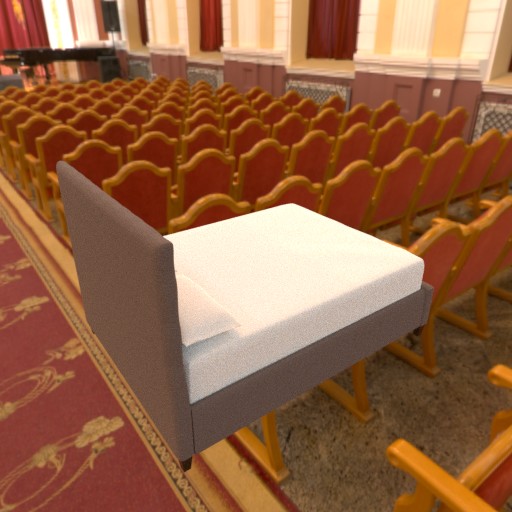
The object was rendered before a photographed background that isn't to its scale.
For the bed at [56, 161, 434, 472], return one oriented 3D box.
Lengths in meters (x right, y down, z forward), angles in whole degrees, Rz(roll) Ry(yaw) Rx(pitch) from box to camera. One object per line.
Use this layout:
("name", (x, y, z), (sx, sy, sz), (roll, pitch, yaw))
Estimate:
("bed", (0.000, 0.000, 3.337), (2.233, 1.426, 1.696), (-18, 32, -32))
